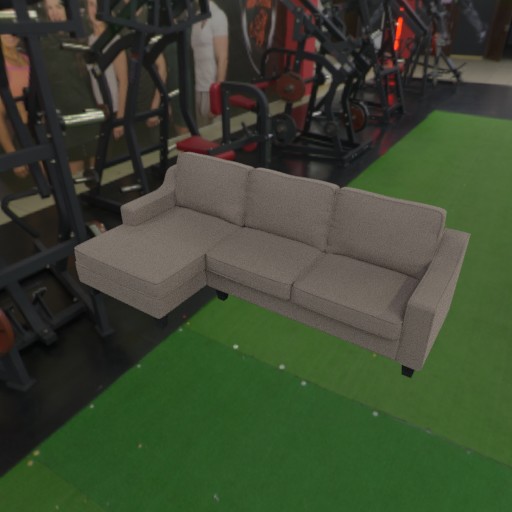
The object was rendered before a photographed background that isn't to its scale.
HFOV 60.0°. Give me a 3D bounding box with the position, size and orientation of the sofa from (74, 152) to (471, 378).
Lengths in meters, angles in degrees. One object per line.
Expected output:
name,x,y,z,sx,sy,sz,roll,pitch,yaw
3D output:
sofa,0.000,0.000,3.216,2.561,0.928,1.294,19,35,29
